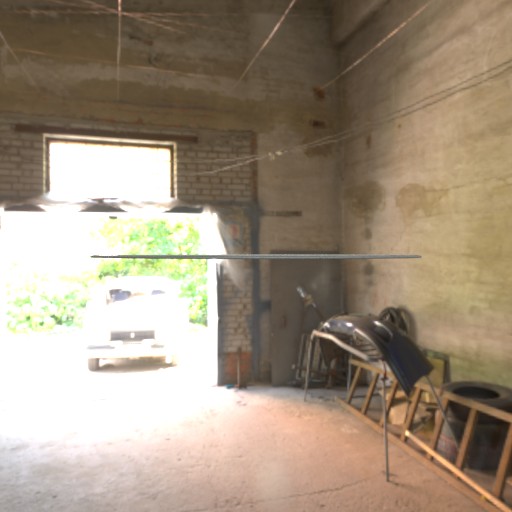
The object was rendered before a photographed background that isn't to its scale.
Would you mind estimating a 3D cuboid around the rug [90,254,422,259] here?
[{"bbox_3d":[0.000,0.000,2.272,1.593,0.012,1.593,0,0,0],"label":"rug"}]
